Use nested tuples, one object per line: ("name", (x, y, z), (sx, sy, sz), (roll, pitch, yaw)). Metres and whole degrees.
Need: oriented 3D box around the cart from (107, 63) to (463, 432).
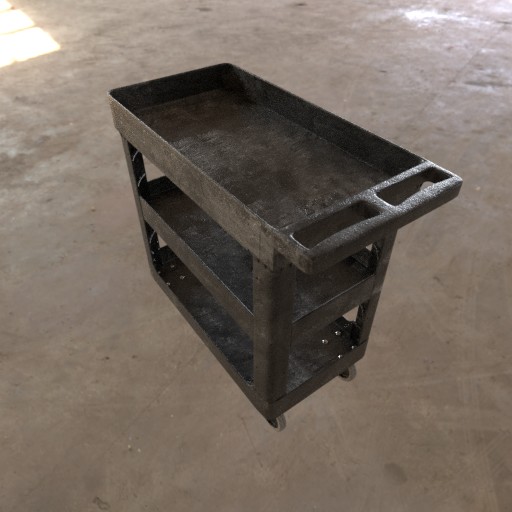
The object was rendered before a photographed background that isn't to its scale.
("cart", (0.000, 0.000, 1.339), (0.420, 0.824, 0.877), (-26, 48, -26))
